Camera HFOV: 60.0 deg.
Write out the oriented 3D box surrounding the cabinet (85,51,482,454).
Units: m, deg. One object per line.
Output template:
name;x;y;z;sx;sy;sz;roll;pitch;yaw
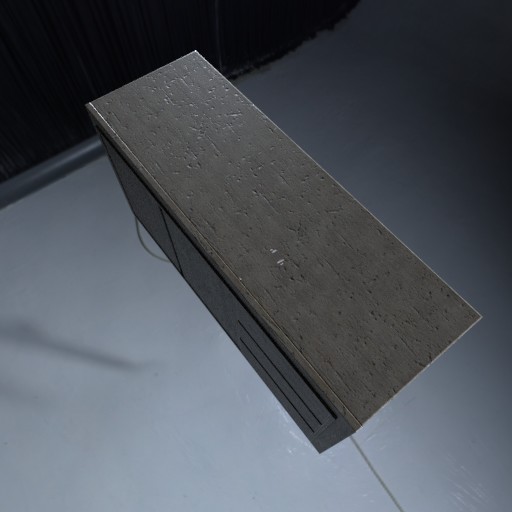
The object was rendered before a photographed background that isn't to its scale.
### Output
cabinet;0.000;0.000;1.832;0.511;0.825;1.460;-35;67;-17
